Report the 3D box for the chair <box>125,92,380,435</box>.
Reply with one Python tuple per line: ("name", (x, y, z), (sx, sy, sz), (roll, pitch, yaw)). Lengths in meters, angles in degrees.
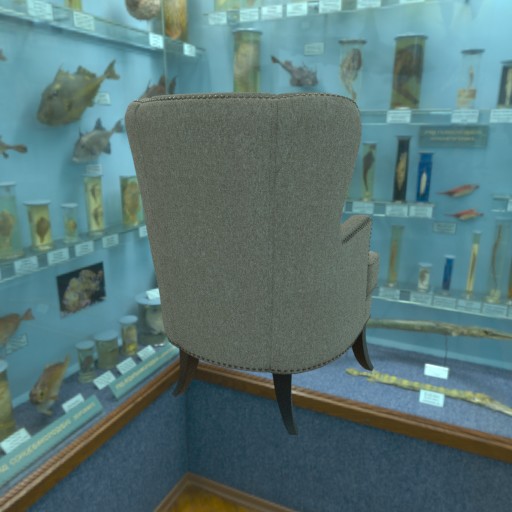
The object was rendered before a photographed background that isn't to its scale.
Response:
("chair", (0.000, 0.000, 1.594), (0.759, 1.060, 0.758), (8, 18, 26))
